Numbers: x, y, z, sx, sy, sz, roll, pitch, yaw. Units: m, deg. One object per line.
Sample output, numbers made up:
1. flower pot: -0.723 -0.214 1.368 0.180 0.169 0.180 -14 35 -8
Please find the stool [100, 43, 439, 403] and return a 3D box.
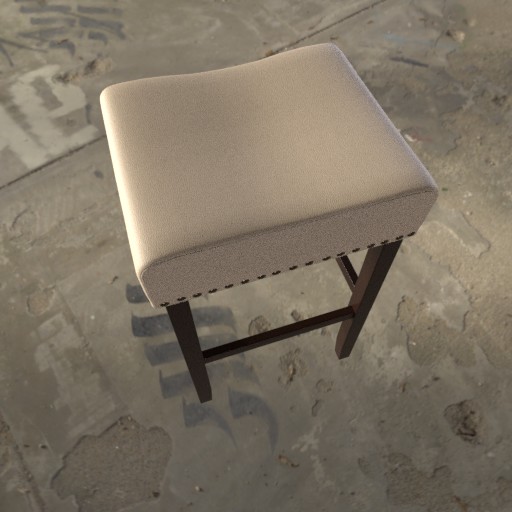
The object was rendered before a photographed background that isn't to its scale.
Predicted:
1. stool: 0.000 0.000 1.036 0.471 0.762 0.401 -15 59 -10
